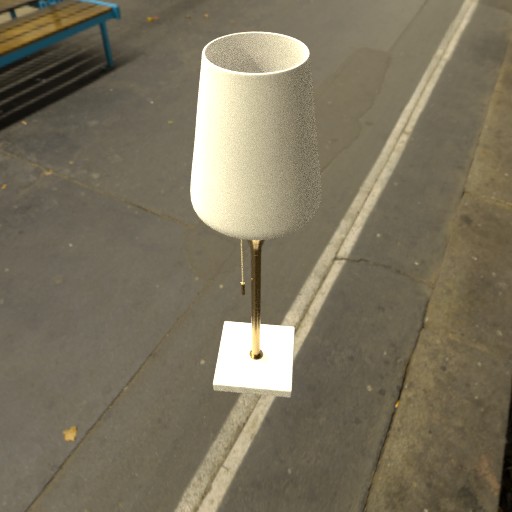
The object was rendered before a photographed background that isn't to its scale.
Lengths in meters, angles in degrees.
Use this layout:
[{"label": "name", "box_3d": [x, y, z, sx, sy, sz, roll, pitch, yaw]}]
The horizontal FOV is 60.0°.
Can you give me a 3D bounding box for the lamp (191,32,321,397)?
[{"label": "lamp", "box_3d": [0.000, 0.000, 0.710, 0.181, 0.639, 0.181, 4, 46, 4]}]
